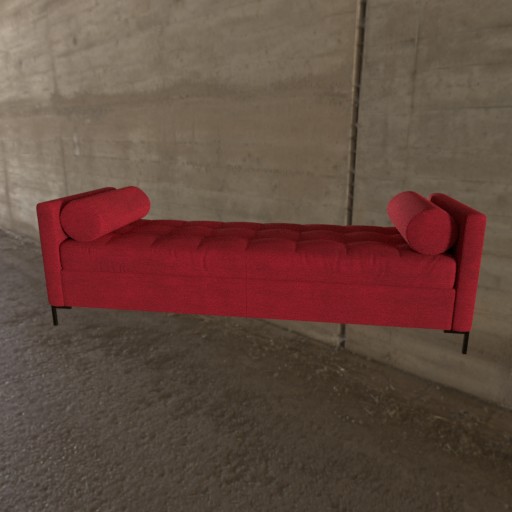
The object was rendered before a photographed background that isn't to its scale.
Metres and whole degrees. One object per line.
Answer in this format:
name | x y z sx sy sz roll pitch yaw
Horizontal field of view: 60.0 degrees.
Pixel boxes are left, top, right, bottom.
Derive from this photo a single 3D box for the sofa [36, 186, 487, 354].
sofa | 0.000 0.000 2.315 1.981 0.635 0.686 2 15 9
